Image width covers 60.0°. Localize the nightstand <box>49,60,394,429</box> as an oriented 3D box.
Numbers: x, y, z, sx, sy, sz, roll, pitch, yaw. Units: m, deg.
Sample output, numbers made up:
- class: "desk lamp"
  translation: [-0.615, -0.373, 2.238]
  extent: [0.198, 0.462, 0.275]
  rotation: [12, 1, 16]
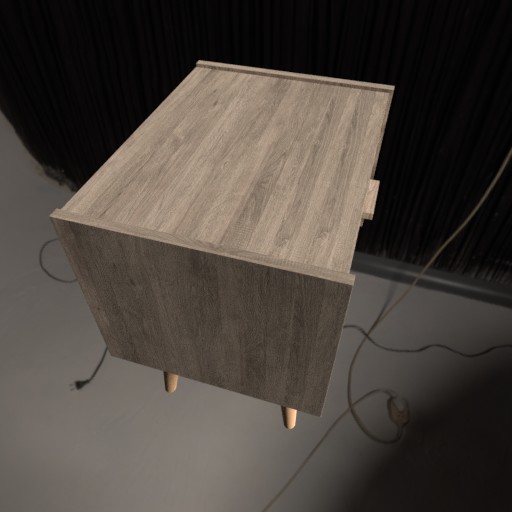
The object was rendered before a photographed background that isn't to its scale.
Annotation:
- class: "nightstand"
  translation: [0.000, 0.000, 0.841]
  extent: [0.380, 0.500, 0.480]
  rotation: [13, 47, 12]
